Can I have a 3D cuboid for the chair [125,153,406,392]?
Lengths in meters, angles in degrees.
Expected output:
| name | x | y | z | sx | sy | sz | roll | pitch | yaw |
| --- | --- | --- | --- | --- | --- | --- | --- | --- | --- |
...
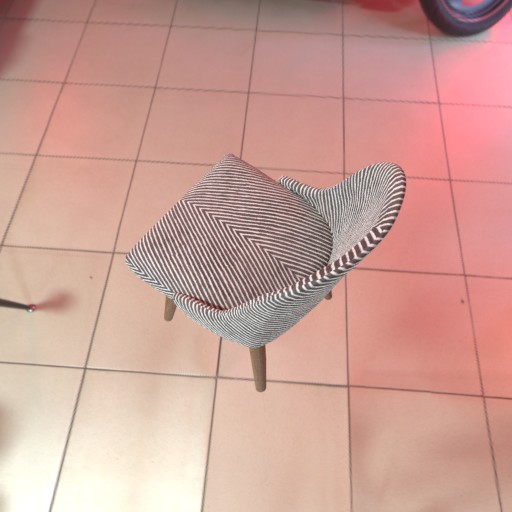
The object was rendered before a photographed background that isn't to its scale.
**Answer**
| name | x | y | z | sx | sy | sz | roll | pitch | yaw |
| --- | --- | --- | --- | --- | --- | --- | --- | --- | --- |
| chair | 0.000 | 0.000 | 1.259 | 0.591 | 0.883 | 0.504 | 34 | 68 | 16 |
